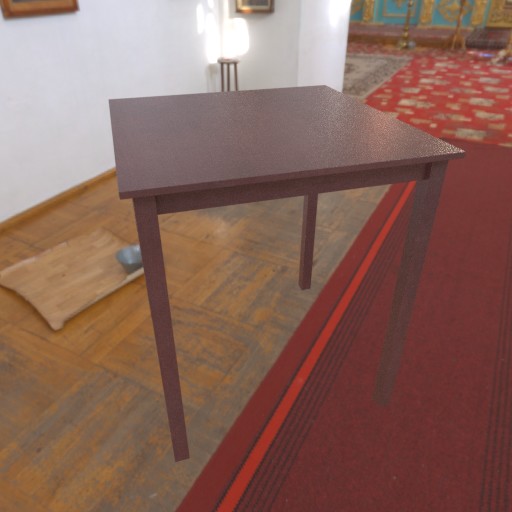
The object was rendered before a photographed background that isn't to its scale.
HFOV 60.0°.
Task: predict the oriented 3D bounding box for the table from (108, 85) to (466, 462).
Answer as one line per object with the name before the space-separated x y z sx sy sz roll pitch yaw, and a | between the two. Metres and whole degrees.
table | 0.000 0.000 1.639 0.861 0.991 0.861 -9 33 -14
